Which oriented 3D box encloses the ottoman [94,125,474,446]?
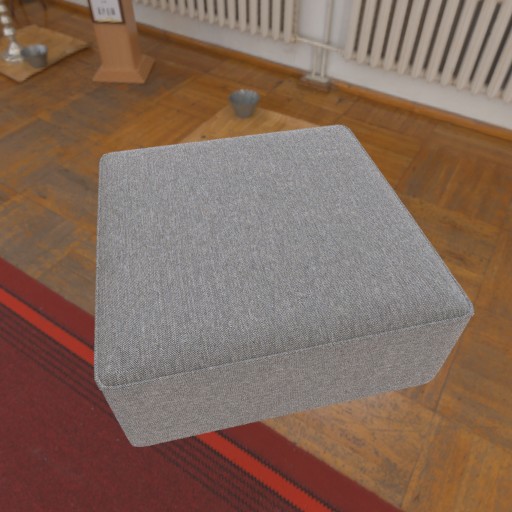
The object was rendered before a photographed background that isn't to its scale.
[{"bbox_3d":[0.000,0.000,1.560,1.005,0.455,1.005,-9,47,-9],"label":"ottoman"}]
